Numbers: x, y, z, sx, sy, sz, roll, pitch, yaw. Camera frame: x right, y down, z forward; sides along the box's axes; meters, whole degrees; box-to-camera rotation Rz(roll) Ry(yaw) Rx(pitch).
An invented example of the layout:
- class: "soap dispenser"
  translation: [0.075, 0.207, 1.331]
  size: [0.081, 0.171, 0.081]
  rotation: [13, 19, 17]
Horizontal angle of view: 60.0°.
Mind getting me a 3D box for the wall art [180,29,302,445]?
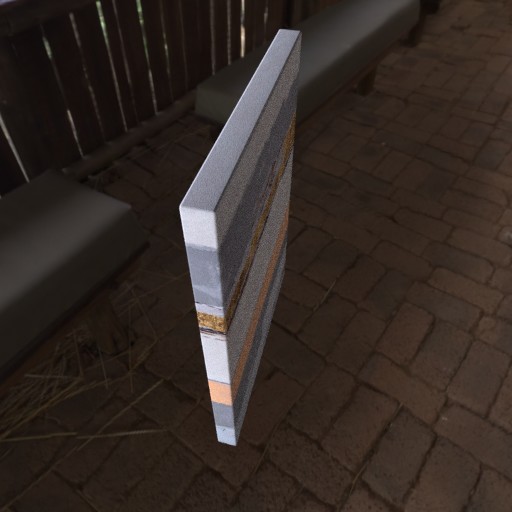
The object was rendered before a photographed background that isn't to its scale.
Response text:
- class: "wall art"
  translation: [0.000, 0.000, 0.796]
  size: [0.038, 0.609, 0.456]
  rotation: [11, 48, 10]
